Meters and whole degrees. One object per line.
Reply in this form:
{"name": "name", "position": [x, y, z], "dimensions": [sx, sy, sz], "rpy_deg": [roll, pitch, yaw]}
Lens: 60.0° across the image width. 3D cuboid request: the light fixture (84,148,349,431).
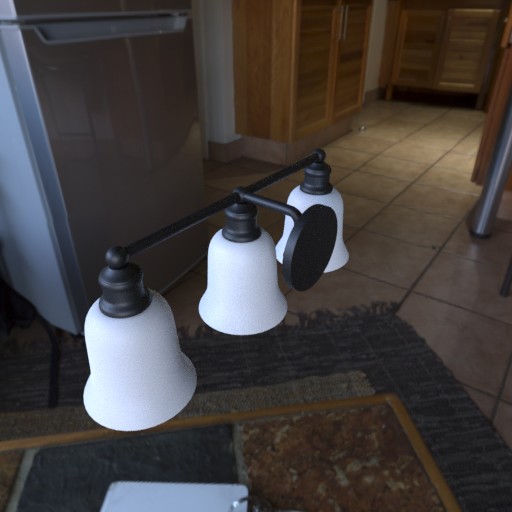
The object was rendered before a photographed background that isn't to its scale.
{"name": "light fixture", "position": [0.000, 0.000, 0.659], "dimensions": [0.198, 0.211, 0.570], "rpy_deg": [22, 38, 31]}
